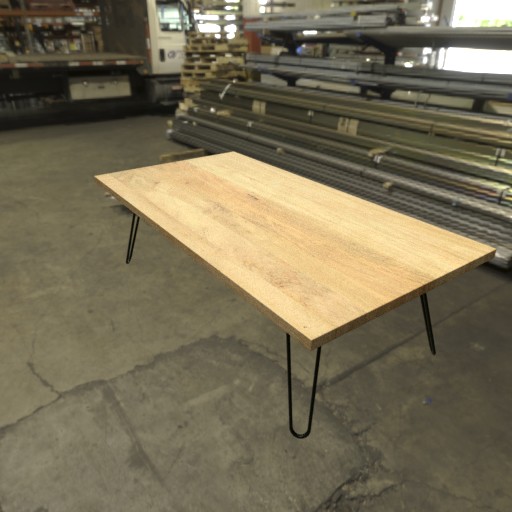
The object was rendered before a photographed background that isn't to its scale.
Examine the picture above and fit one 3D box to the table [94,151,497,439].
[{"bbox_3d":[0.000,0.000,1.641,0.699,0.400,1.348,-18,33,-31],"label":"table"}]
